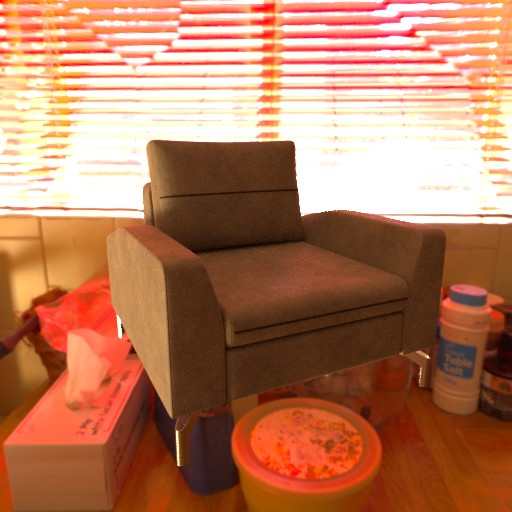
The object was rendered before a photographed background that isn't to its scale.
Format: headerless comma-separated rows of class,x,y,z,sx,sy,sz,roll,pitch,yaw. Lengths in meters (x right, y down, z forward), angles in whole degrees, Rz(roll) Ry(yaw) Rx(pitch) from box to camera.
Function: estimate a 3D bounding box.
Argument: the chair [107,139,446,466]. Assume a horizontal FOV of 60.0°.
chair,0.000,0.000,1.573,0.900,0.800,0.900,-7,16,-26
